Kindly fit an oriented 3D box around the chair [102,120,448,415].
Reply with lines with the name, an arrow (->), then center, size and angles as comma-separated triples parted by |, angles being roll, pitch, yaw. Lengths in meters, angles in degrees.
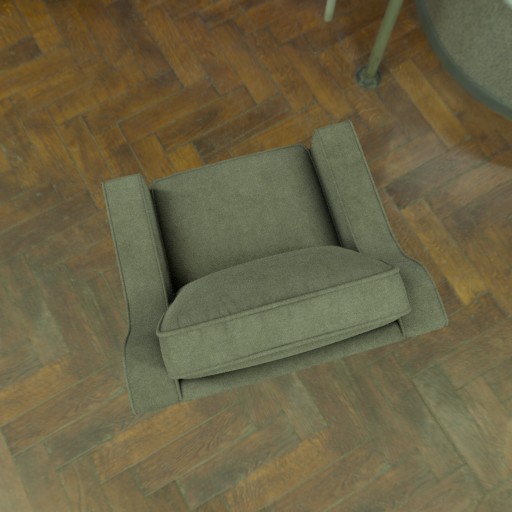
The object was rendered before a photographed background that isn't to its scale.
chair -> 0.000, 0.000, 1.617 | 0.926, 0.944, 0.840 | -15, 76, -4
